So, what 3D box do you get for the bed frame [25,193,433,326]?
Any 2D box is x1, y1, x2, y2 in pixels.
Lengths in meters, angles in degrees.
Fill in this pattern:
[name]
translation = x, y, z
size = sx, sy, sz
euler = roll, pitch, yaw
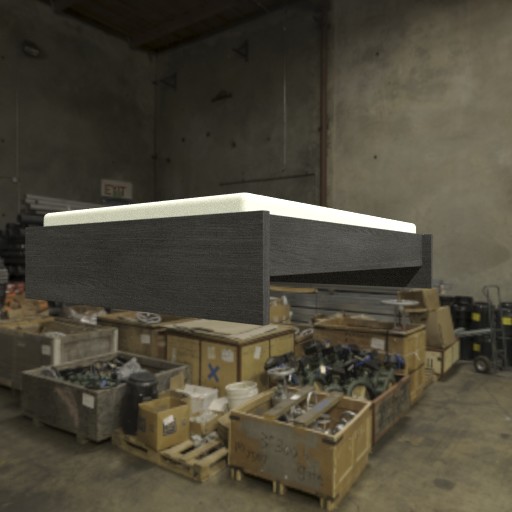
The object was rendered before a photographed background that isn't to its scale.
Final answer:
[bed frame]
translation = 0.000, 0.000, 2.607
size = 1.490, 0.432, 1.950
euler = 0, 0, 36
